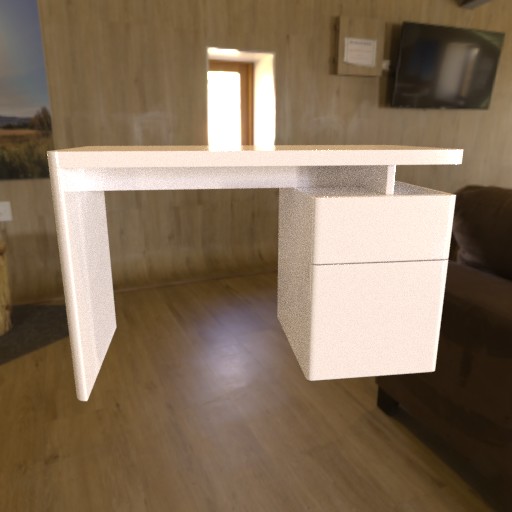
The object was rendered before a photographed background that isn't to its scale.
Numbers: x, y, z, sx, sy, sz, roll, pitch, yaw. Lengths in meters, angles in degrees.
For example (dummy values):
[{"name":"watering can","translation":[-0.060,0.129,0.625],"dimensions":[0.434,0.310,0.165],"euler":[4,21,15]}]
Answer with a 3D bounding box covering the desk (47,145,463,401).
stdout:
[{"name":"desk","translation":[0.000,0.000,1.598],"dimensions":[1.200,0.760,0.550],"euler":[-2,16,-8]}]
